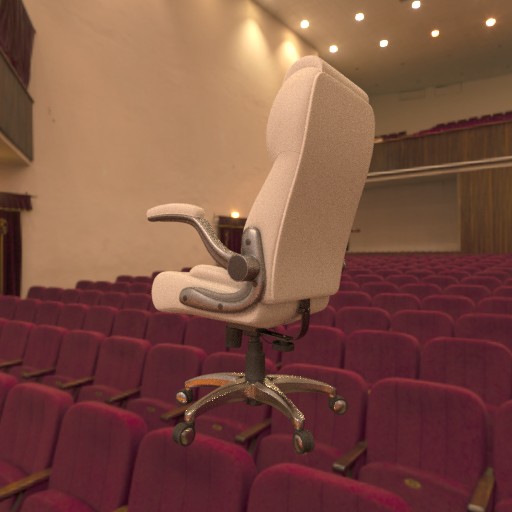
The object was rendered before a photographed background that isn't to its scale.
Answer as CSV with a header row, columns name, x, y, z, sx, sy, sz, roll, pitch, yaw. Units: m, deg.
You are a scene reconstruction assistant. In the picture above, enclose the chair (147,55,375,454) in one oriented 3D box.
name,x,y,z,sx,sy,sz,roll,pitch,yaw
chair,0.000,0.000,1.799,0.806,1.330,0.755,0,0,36
